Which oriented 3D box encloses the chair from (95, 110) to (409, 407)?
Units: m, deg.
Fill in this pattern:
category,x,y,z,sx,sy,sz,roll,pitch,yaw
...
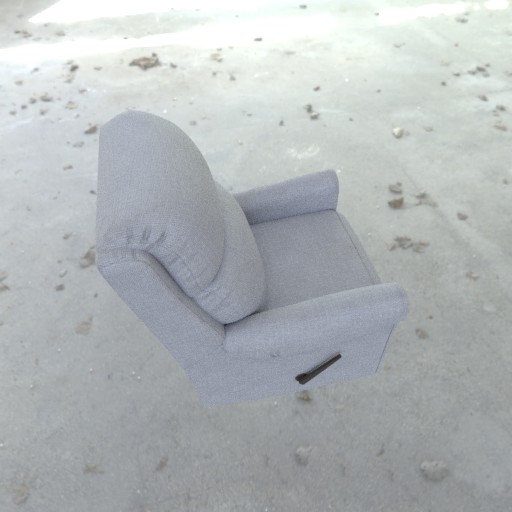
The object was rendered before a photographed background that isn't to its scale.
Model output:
category,x,y,z,sx,sy,sz,roll,pitch,yaw
chair,0.000,0.000,1.776,1.014,1.054,0.838,-9,47,-9
